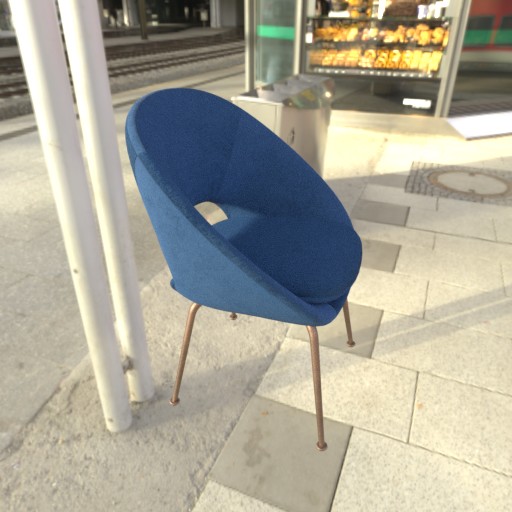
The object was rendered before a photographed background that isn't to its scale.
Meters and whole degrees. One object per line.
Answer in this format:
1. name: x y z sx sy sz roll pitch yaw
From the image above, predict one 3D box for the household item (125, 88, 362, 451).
1. household item: 0.000 0.000 1.243 0.573 0.852 0.623 10 30 18
